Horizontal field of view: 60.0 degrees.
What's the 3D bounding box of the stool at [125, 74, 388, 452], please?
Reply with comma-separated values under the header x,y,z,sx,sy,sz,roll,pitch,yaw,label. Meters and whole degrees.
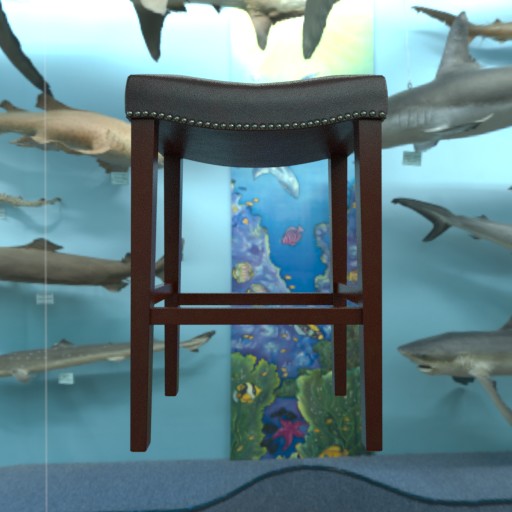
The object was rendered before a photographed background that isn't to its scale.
x,y,z,sx,sy,sz,roll,pitch,yaw,label
0.000,0.000,1.019,0.504,0.742,0.372,0,0,0,stool
